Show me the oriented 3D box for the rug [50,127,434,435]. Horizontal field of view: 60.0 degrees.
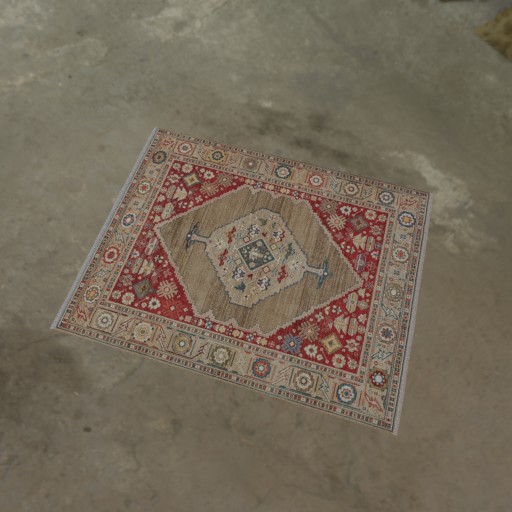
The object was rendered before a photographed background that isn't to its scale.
[{"bbox_3d":[0.000,0.000,4.298,3.143,0.008,2.451,15,65,7],"label":"rug"}]
